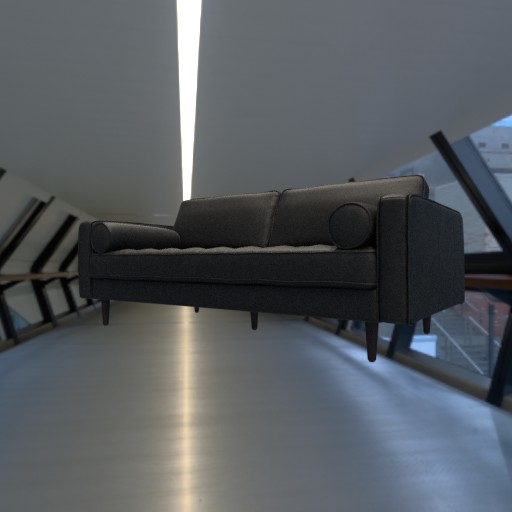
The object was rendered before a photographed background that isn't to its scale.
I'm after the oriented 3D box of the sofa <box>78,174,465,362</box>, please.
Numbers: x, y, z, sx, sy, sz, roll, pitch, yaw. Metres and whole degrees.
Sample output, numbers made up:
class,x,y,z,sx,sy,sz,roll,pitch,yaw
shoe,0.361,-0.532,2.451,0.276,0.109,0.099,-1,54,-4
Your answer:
class,x,y,z,sx,sy,sz,roll,pitch,yaw
sofa,0.000,0.000,2.323,1.879,0.770,0.921,0,-1,35
